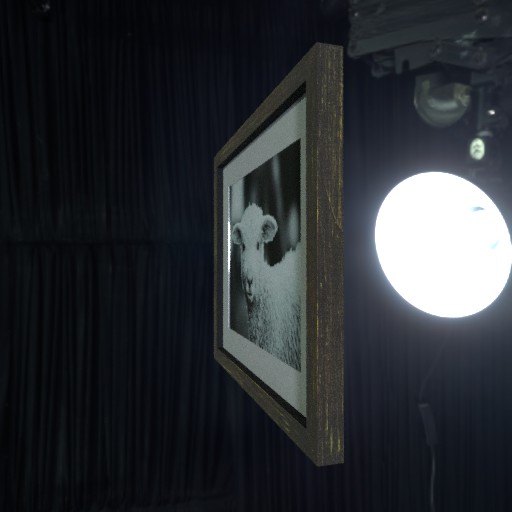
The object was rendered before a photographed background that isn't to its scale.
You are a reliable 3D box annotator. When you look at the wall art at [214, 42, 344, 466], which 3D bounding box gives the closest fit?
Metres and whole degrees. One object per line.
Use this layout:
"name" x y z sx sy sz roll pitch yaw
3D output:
"wall art" 0.000 0.000 0.749 0.032 0.457 0.558 0 -1 -17
